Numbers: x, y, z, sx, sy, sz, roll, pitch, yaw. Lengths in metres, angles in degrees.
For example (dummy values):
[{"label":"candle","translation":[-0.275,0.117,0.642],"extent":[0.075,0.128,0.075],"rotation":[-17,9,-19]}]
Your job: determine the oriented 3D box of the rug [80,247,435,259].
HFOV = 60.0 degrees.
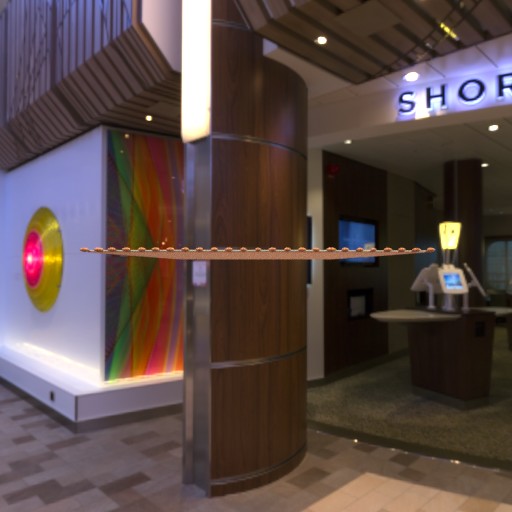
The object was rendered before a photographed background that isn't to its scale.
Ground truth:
[{"label":"rug","translation":[0.000,0.000,2.560],"extent":[1.232,0.017,2.092],"rotation":[0,-1,0]}]
